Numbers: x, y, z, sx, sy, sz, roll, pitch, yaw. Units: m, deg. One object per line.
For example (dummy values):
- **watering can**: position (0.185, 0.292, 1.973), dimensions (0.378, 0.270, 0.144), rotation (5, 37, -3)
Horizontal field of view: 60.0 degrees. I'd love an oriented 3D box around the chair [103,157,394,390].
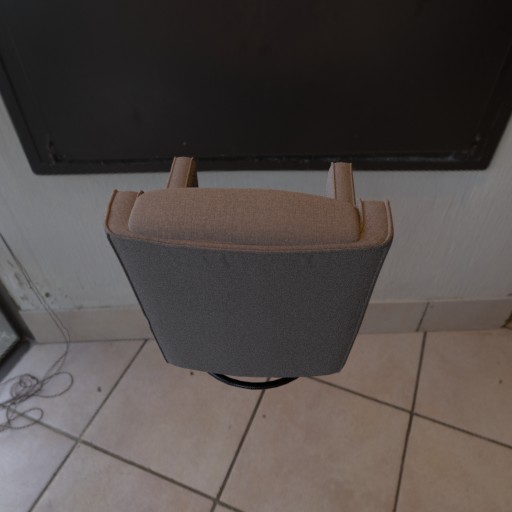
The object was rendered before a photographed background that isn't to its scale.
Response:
- **chair**: position (0.000, 0.000, 1.602), dimensions (0.732, 0.993, 0.879), rotation (3, 45, 3)
